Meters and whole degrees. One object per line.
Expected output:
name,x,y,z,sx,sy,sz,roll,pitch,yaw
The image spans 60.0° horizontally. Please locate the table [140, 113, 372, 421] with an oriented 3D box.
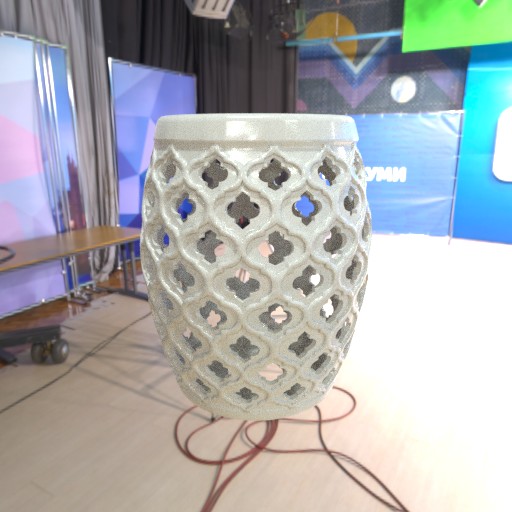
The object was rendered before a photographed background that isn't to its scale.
table,0.000,0.000,0.647,0.325,0.388,0.325,0,16,0
